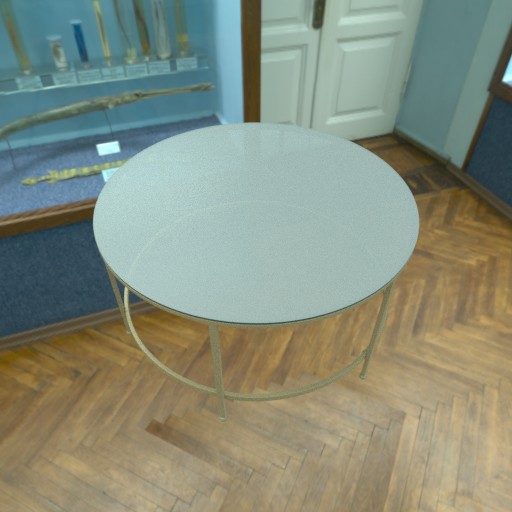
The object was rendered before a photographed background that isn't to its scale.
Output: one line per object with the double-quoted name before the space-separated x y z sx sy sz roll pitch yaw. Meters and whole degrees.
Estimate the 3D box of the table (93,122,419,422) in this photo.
"table" 0.000 0.000 1.440 0.914 0.470 0.914 0 43 0
